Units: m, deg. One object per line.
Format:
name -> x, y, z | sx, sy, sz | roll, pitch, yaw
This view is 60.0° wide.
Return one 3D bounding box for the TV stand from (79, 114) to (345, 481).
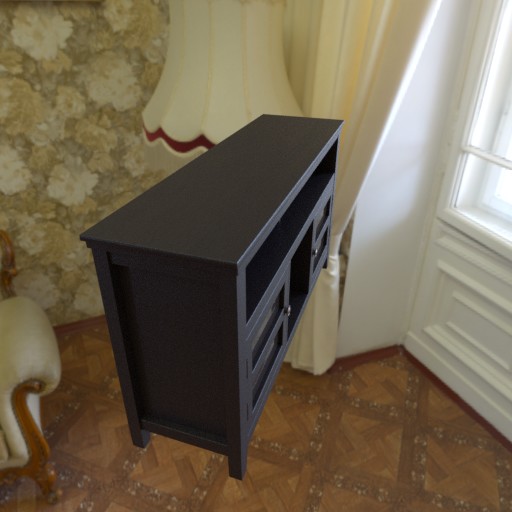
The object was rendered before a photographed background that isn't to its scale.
TV stand -> 0.000, 0.000, 1.510 | 0.347, 0.681, 1.198 | 10, 31, 17
